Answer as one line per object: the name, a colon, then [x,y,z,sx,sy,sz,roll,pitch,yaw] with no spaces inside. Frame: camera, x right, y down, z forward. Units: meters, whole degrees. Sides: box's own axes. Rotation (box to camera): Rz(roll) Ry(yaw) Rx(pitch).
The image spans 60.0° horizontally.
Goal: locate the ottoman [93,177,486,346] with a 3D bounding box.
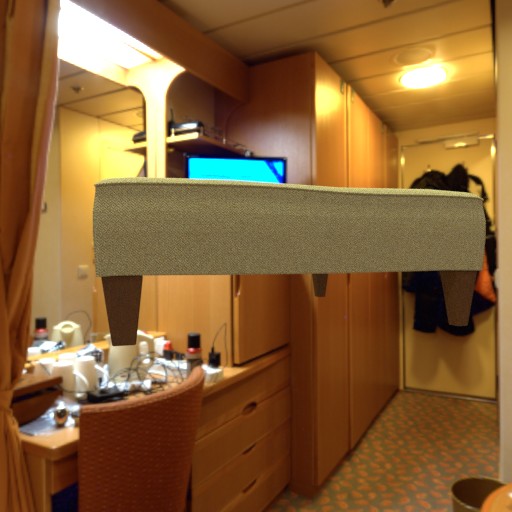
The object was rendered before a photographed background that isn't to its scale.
ottoman: [0.000,0.000,1.502,1.004,0.379,0.968,0,0,-17]
